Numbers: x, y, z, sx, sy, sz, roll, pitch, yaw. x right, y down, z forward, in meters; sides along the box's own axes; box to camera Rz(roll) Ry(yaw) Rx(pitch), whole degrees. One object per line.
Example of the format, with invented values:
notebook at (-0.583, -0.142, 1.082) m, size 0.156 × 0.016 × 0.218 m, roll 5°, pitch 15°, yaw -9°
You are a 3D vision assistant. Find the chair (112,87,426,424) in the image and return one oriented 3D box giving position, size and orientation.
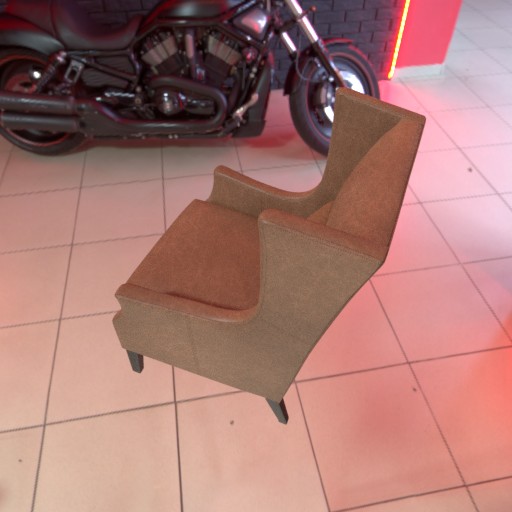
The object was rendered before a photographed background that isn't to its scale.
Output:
chair at (0.000, 0.000, 1.693) m, size 0.913 × 1.088 × 0.815 m, roll 17°, pitch 49°, yaw 15°
